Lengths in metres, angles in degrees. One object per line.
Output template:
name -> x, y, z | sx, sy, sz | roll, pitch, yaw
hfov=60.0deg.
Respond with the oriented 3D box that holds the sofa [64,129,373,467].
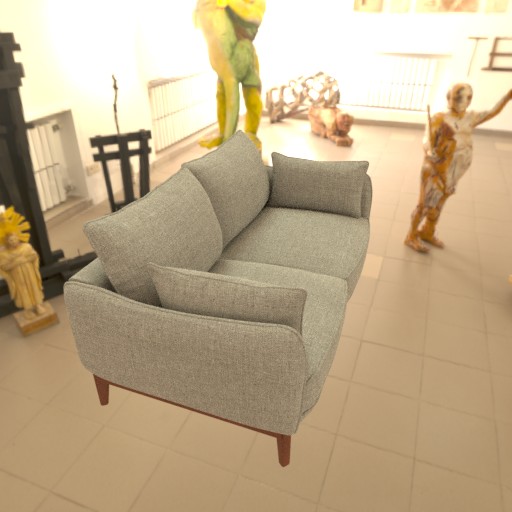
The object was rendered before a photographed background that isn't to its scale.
sofa -> 0.000, 0.000, 2.161 | 0.972, 0.851, 1.580 | 11, 32, 18
